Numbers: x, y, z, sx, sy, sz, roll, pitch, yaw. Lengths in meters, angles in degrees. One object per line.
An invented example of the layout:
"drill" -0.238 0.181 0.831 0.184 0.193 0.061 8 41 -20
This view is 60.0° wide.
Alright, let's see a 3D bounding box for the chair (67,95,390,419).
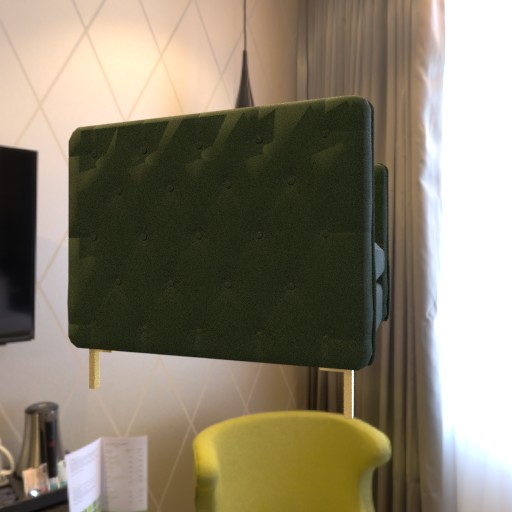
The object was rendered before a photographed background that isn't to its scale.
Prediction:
"chair" 0.000 0.000 1.527 0.855 0.768 0.917 0 0 19
